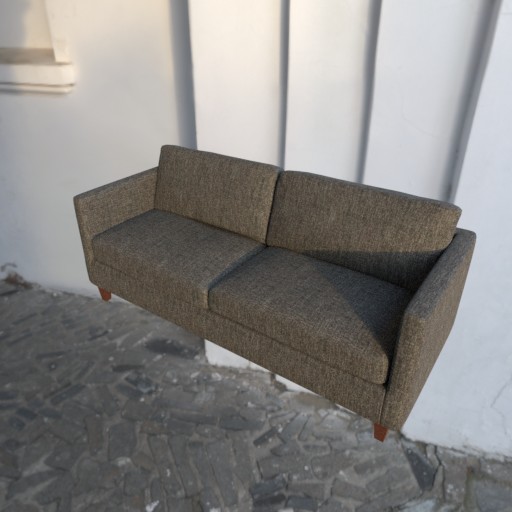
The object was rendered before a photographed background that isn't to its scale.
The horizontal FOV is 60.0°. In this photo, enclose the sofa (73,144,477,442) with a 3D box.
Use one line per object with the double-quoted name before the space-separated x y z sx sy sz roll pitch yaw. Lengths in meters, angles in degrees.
"sofa" 0.000 0.000 2.666 2.208 0.960 0.948 19 34 30
